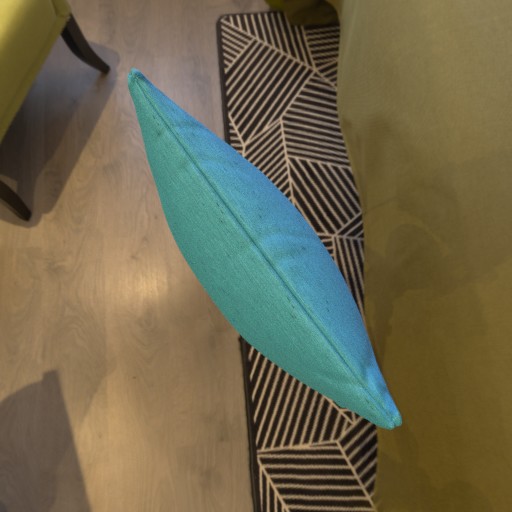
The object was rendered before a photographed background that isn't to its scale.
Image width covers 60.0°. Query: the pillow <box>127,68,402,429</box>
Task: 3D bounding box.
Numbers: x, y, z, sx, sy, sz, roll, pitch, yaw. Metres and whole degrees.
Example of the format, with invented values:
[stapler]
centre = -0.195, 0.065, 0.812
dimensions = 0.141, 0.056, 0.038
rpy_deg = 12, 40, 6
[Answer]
[pillow]
centre = 0.000, 0.000, 0.771
dimensions = 0.210, 0.338, 0.633
rpy_deg = -35, 79, -8
